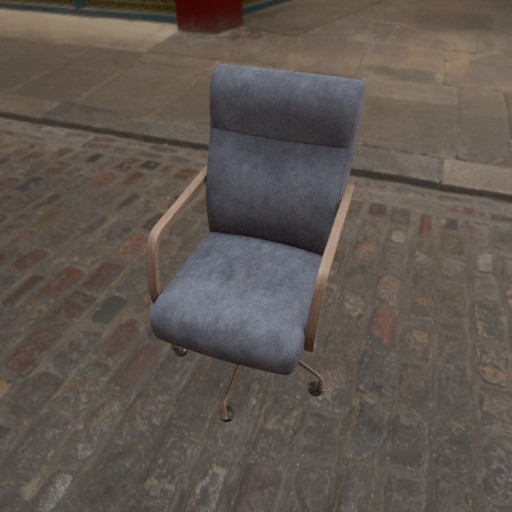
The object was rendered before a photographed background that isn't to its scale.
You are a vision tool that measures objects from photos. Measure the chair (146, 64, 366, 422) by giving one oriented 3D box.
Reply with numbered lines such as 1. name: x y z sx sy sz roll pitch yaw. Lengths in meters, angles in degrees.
1. chair: 0.000 0.000 1.509 0.640 1.029 0.741 13 43 14
